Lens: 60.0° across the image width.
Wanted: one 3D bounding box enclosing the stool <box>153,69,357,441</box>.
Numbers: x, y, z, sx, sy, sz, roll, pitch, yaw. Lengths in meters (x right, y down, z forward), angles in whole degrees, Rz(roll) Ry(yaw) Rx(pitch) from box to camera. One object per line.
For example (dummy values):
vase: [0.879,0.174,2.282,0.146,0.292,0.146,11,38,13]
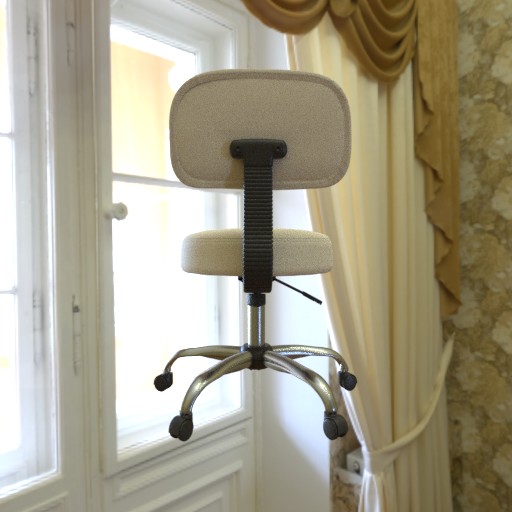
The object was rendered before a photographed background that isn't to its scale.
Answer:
stool: [0.000,0.000,1.241,0.609,0.810,0.616,0,2,-1]
